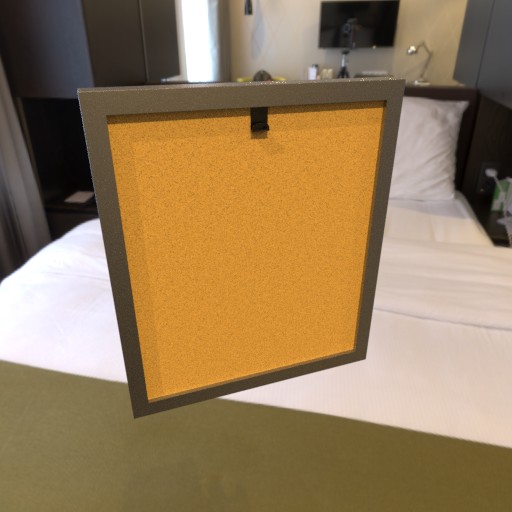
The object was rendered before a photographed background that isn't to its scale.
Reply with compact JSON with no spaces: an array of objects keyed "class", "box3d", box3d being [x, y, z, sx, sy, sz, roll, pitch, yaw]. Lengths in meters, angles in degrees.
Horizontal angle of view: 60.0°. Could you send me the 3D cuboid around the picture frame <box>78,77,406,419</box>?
[{"class":"picture frame","box3d":[0.000,0.000,1.326,0.839,0.968,0.073,-9,28,-18]}]
